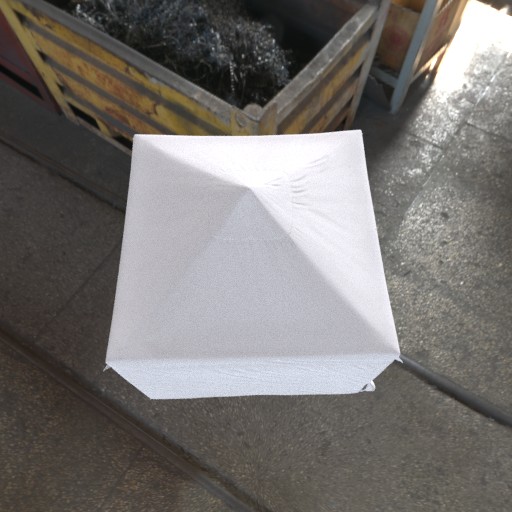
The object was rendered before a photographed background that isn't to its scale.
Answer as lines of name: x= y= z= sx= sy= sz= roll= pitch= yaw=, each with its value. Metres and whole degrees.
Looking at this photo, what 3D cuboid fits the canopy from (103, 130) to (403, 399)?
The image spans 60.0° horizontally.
canopy: x=0.000 y=0.000 z=5.607 sx=3.121 sy=2.997 sz=3.043 roll=-1 pitch=63 yaw=-1
